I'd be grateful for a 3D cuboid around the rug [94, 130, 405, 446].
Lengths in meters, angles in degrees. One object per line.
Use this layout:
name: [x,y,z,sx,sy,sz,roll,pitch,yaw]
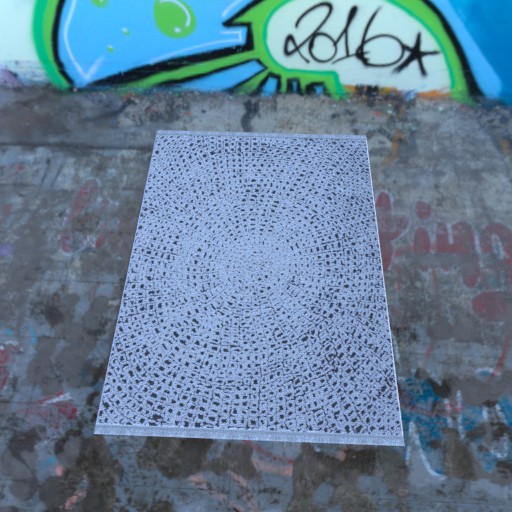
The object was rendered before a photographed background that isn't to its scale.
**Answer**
rug: [0.000,0.000,2.111,1.190,0.003,1.634,2,59,1]
